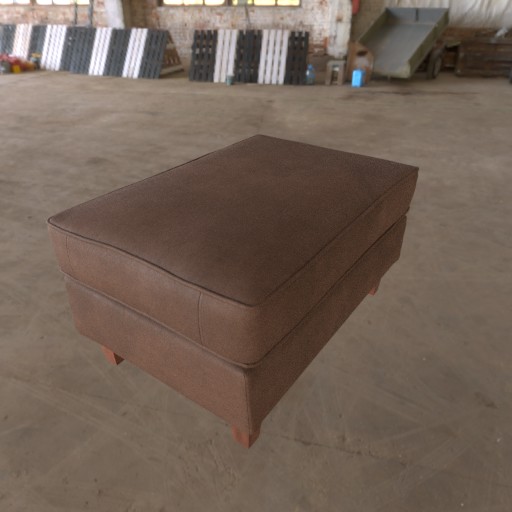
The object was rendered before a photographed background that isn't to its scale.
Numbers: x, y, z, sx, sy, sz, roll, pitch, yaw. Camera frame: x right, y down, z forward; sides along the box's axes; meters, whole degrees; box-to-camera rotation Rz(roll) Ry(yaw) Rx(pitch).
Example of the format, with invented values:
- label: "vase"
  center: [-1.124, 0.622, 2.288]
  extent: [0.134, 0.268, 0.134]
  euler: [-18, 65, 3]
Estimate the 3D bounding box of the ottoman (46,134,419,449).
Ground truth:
- label: "ottoman"
  center: [0.000, 0.000, 1.233]
  extent: [0.596, 0.481, 0.860]
  euler: [20, 36, 30]
